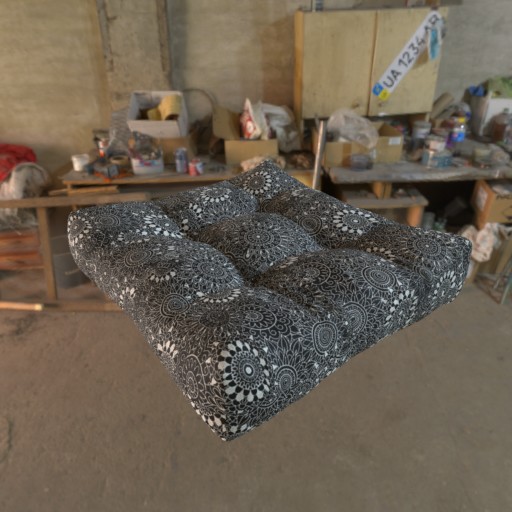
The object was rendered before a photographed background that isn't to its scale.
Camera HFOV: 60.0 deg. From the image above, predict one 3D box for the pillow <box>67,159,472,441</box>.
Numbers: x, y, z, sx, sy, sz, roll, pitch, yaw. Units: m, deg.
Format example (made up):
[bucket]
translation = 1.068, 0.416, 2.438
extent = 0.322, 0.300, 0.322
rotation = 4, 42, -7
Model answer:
[pillow]
translation = 0.000, 0.000, 0.717
extent = 0.468, 0.128, 0.490
rotation = -21, 36, -32
